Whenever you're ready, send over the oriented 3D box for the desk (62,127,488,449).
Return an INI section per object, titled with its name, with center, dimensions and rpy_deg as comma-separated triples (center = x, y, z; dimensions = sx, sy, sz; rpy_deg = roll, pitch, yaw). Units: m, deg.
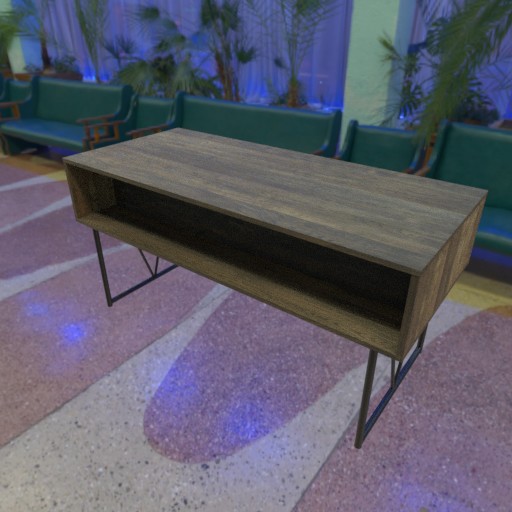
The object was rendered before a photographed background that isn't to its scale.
[desk]
center = 0.000, 0.000, 1.985
dimensions = 1.600, 0.780, 0.730
rpy_deg = 20, 35, 32
